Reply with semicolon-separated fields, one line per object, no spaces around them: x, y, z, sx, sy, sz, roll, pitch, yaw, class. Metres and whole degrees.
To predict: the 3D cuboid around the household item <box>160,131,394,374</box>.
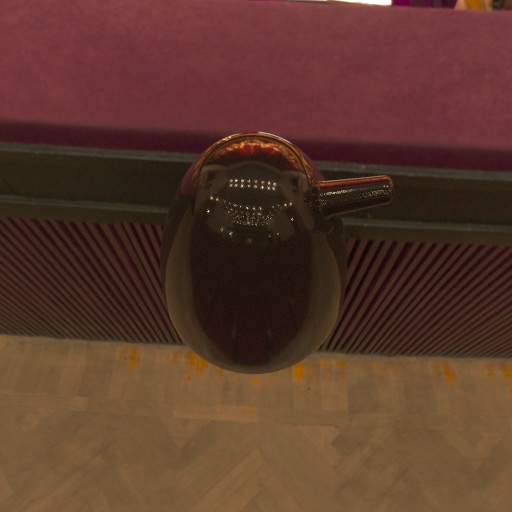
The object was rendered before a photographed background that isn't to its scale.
0.000;0.000;0.223;0.104;0.152;0.102;4;64;2;household item
